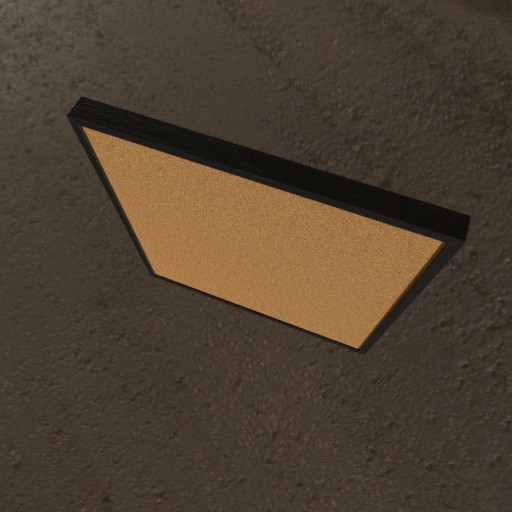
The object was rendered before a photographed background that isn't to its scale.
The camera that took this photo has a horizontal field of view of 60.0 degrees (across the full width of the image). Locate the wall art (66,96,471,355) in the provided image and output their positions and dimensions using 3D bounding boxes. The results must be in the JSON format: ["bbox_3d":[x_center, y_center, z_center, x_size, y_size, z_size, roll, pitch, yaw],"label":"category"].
[{"bbox_3d":[0.000,0.000,0.758,0.506,0.506,0.036,19,65,9],"label":"wall art"}]
